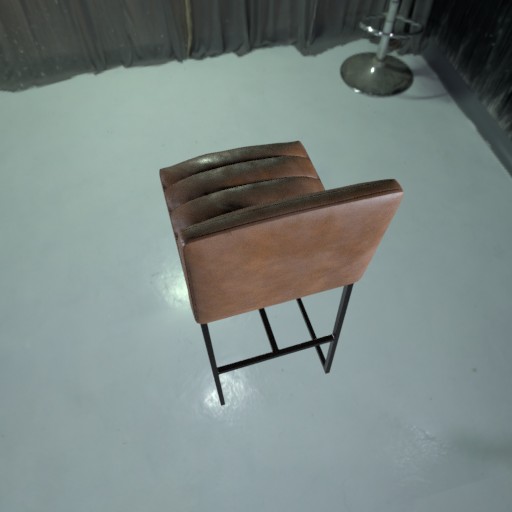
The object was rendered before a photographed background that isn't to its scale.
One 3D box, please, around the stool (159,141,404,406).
[{"bbox_3d":[0.000,0.000,1.389,0.463,1.065,0.562,-14,58,-9],"label":"stool"}]
